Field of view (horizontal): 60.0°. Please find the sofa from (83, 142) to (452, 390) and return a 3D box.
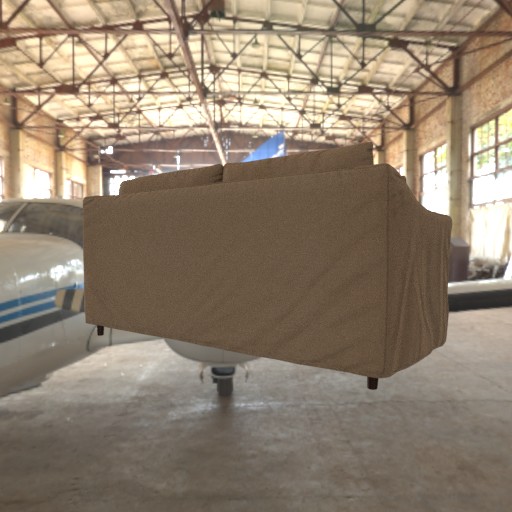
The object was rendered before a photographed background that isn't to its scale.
[{"bbox_3d":[0.000,0.000,2.661,2.010,1.018,1.072,1,2,36],"label":"sofa"}]
